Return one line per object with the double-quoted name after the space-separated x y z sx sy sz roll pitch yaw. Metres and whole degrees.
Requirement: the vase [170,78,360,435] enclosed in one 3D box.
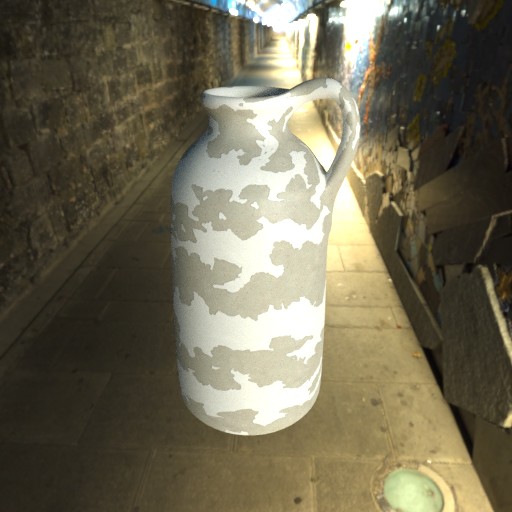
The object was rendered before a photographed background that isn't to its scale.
0.000 0.000 0.504 0.203 0.382 0.186 9 29 16 "vase"
